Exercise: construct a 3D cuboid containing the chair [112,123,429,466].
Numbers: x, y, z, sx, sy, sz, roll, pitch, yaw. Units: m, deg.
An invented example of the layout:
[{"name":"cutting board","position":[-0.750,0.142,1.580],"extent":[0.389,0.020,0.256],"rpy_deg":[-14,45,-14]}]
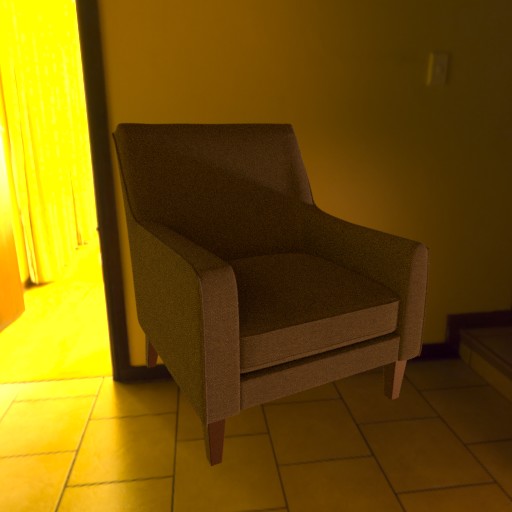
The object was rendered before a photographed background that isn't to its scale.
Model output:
[{"name":"chair","position":[0.000,0.000,1.588],"extent":[0.780,0.919,0.899],"rpy_deg":[-8,18,-27]}]
